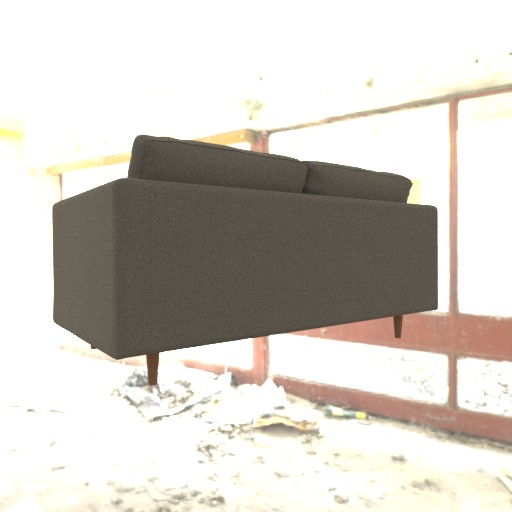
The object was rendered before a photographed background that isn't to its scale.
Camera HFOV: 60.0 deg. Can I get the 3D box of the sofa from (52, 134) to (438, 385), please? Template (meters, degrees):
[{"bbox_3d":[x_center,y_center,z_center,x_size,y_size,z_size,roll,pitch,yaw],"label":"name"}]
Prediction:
[{"bbox_3d":[0.000,0.000,2.188,1.713,0.866,0.940,-1,1,-36],"label":"sofa"}]
